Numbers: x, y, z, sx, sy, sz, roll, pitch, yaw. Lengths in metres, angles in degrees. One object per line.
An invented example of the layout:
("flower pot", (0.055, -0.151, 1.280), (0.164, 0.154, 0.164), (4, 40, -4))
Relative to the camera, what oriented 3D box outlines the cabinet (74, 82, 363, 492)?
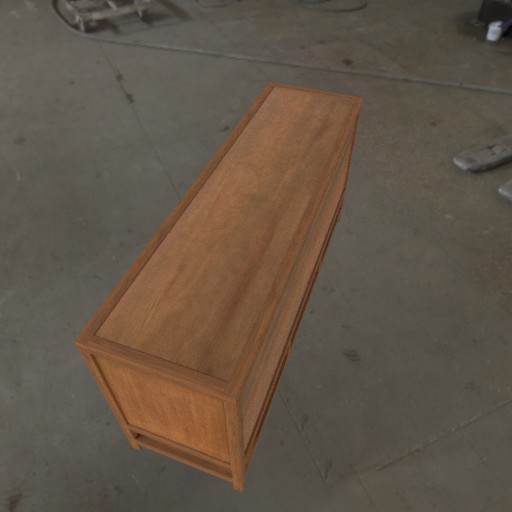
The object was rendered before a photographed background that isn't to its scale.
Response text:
("cabinet", (0.000, 0.000, 2.054), (0.522, 0.820, 1.708), (15, 49, 14))
